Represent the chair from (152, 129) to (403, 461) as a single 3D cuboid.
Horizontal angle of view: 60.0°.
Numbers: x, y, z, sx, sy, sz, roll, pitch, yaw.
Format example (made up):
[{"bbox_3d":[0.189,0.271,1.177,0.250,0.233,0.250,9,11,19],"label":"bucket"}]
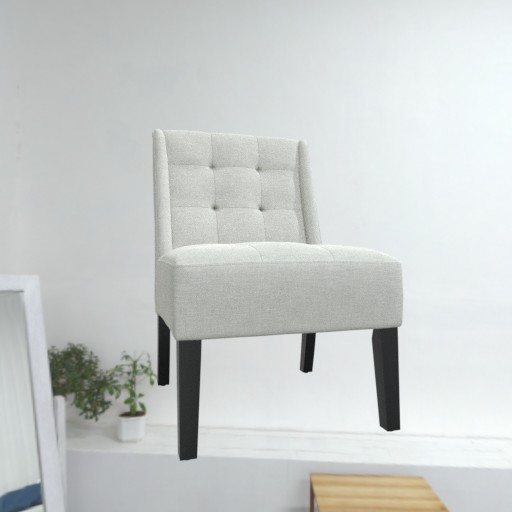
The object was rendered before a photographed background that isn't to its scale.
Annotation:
[{"bbox_3d":[0.000,0.000,1.309,0.569,0.853,0.676,0,1,-17],"label":"chair"}]
